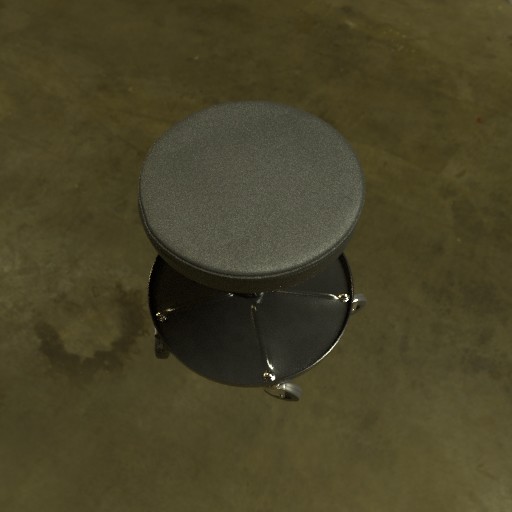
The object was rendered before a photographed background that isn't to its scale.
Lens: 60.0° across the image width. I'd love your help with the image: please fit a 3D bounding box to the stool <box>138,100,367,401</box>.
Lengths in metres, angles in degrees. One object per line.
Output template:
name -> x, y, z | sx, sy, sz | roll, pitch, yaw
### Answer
stool -> 0.000, 0.000, 0.676 | 0.382, 0.365, 0.381 | -13, 60, -8
